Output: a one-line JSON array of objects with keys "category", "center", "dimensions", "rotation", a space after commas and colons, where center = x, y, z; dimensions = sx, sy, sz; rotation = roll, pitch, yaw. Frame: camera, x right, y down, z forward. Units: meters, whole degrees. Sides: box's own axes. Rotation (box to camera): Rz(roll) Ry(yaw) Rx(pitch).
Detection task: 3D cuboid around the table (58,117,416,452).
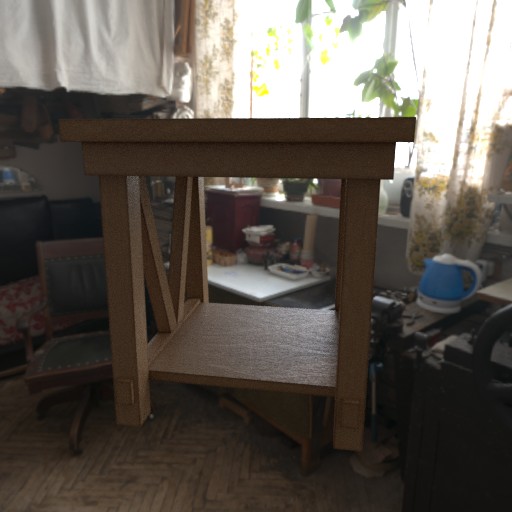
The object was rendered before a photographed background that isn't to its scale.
[{"category": "table", "center": [0.000, 0.000, 1.112], "dimensions": [0.610, 0.638, 0.612], "rotation": [3, 15, 9]}]
